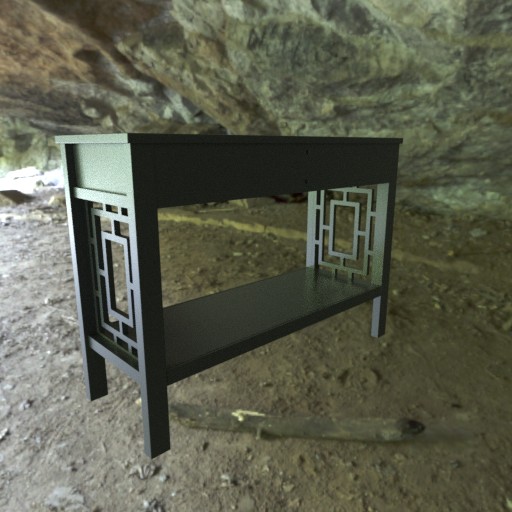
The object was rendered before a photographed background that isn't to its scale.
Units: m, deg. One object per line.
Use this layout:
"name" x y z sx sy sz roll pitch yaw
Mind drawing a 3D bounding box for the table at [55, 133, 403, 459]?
"table" 0.000 0.000 1.451 1.068 0.753 0.397 -13 19 -42
